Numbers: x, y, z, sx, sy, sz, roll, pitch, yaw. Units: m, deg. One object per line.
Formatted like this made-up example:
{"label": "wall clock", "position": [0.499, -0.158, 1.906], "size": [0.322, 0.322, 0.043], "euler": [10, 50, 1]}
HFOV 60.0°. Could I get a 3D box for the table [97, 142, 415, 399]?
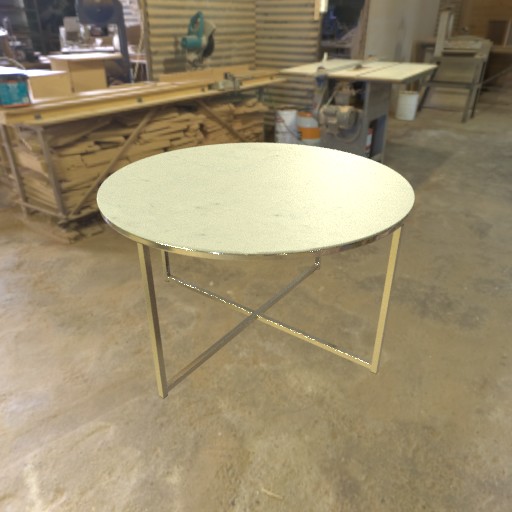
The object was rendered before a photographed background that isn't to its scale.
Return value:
{"label": "table", "position": [0.000, 0.000, 1.275], "size": [0.800, 0.450, 0.800], "euler": [0, 29, 0]}
